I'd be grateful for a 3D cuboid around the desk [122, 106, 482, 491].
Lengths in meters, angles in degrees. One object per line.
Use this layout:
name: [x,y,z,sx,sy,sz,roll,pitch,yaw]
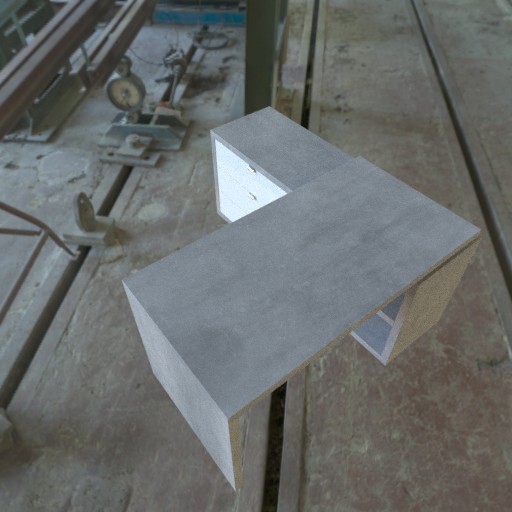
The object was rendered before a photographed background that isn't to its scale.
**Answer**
desk: [0.000,0.000,2.302,1.400,0.740,1.500,-30,54,-25]
